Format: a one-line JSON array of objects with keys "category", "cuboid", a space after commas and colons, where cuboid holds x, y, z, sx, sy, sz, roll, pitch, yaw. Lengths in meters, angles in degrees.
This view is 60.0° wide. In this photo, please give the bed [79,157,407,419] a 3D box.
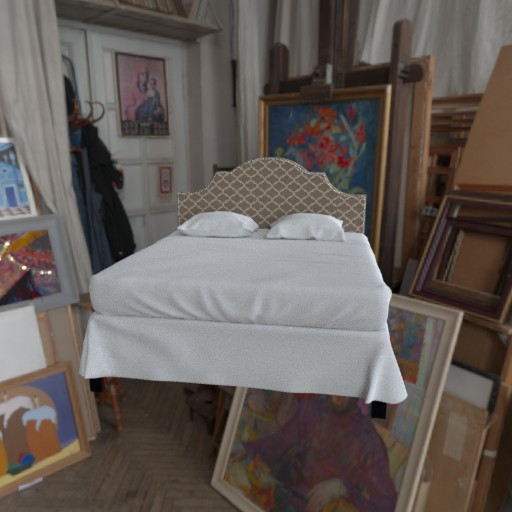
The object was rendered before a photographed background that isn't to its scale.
[{"category": "bed", "cuboid": [0.000, 0.000, 3.771, 2.314, 1.601, 2.222, 2, 14, 9]}]
